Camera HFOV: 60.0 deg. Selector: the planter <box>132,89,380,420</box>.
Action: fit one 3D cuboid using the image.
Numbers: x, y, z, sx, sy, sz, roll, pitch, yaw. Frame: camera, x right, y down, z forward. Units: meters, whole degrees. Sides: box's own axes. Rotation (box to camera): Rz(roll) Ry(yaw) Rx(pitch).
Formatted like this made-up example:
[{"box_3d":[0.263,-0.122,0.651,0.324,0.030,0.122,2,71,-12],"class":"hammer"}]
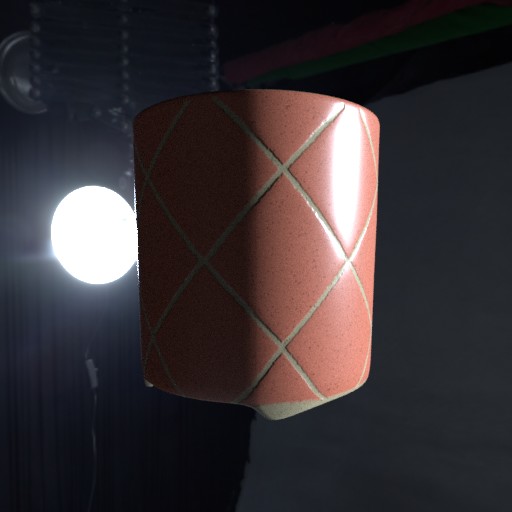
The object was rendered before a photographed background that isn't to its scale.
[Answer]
[{"box_3d":[0.000,0.000,0.356,0.191,0.200,0.191,0,1,0],"class":"planter"}]
